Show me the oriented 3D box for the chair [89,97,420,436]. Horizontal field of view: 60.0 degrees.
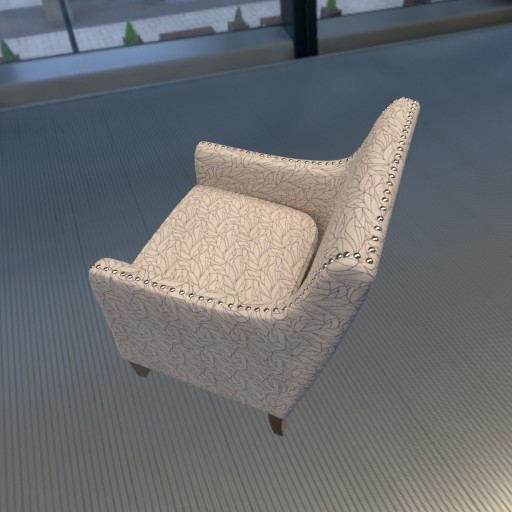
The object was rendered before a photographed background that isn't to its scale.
[{"bbox_3d":[0.000,0.000,1.264,0.651,0.816,0.623,16,49,14],"label":"chair"}]
